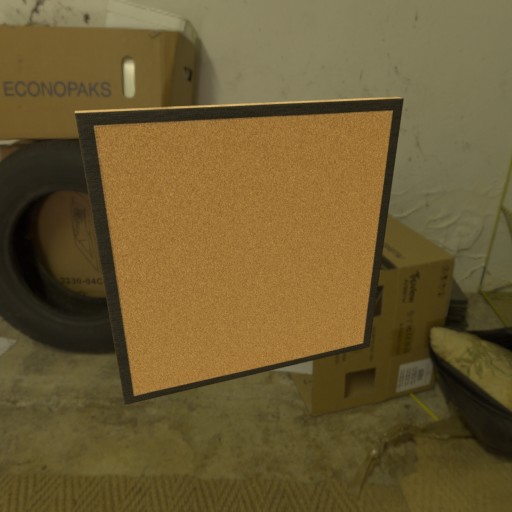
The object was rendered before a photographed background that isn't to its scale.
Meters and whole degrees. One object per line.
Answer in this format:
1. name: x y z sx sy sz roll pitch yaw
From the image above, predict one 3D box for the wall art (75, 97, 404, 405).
1. wall art: 0.000 0.000 1.056 0.695 0.691 0.029 -9 27 -17
